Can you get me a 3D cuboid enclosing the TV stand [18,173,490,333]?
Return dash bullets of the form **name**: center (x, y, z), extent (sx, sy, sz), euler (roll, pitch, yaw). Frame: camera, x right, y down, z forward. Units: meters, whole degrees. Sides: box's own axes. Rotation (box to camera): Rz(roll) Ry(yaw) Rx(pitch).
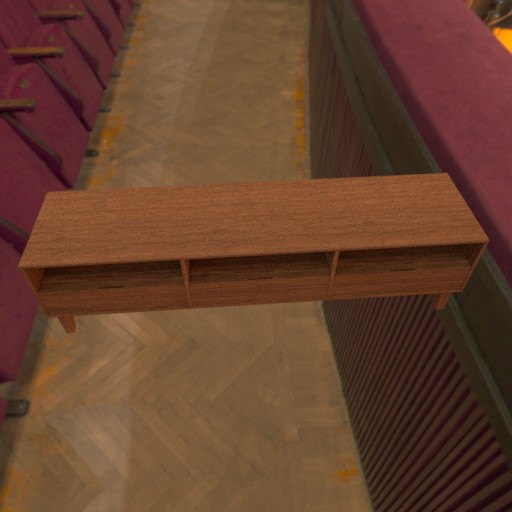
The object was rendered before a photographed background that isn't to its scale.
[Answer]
- **TV stand**: center (0.000, 0.000, 1.662), extent (1.482, 0.409, 0.366), euler (-3, 47, -3)
